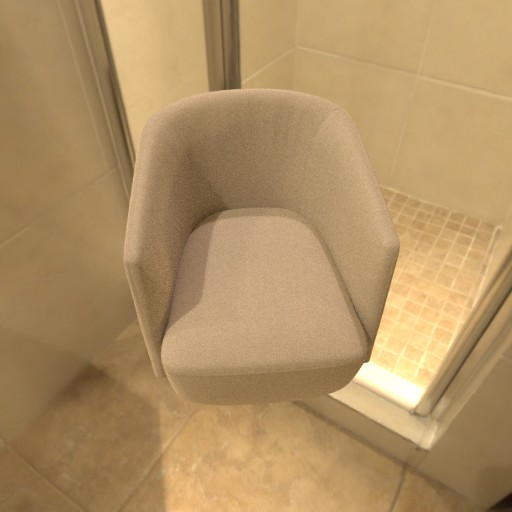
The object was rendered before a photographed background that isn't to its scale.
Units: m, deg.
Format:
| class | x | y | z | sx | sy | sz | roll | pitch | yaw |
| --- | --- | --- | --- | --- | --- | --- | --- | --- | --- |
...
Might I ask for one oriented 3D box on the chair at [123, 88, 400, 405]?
| class | x | y | z | sx | sy | sz | roll | pitch | yaw |
| --- | --- | --- | --- | --- | --- | --- | --- | --- | --- |
| chair | 0.000 | 0.000 | 1.670 | 0.822 | 0.861 | 0.986 | -3 | 46 | -3 |
